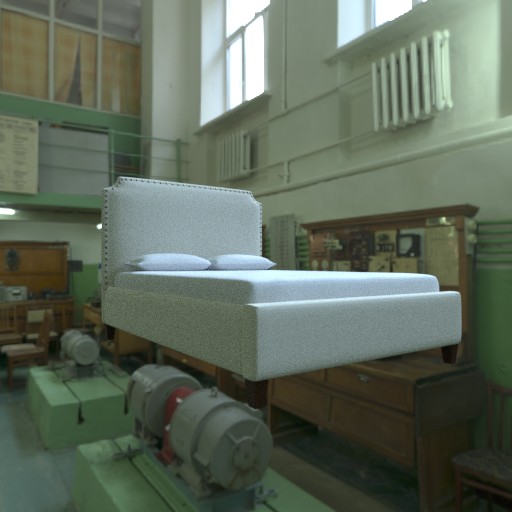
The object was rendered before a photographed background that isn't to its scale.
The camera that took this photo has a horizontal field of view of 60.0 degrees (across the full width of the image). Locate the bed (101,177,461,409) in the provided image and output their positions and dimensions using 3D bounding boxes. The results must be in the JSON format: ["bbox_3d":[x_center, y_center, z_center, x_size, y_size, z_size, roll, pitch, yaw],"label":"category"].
[{"bbox_3d":[0.000,0.000,3.432,1.712,1.443,2.372,1,-1,-35],"label":"bed"}]
